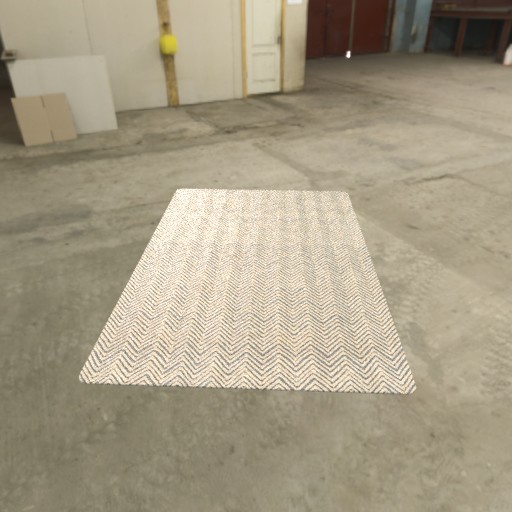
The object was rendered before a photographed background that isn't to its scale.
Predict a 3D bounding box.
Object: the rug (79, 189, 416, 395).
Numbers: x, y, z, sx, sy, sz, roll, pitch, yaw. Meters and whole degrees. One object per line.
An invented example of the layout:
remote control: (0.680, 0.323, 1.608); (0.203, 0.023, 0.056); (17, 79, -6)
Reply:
rug: (0.000, 0.000, 2.229); (1.144, 0.008, 1.752); (1, 30, 2)
